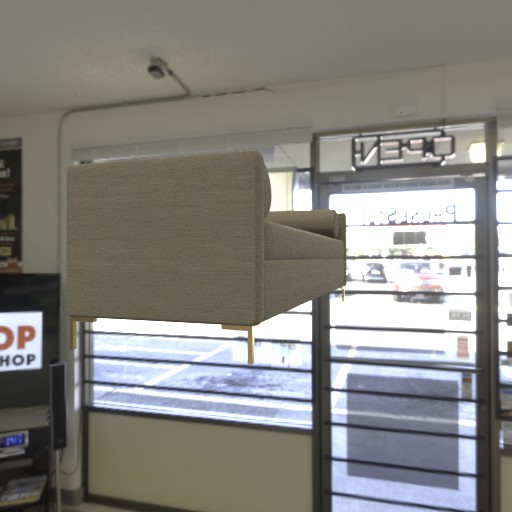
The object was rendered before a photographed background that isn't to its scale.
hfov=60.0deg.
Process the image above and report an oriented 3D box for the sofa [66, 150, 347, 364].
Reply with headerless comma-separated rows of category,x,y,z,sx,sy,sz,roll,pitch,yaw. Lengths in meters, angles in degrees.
sofa,0.000,0.000,2.314,0.686,0.635,1.981,0,0,19
